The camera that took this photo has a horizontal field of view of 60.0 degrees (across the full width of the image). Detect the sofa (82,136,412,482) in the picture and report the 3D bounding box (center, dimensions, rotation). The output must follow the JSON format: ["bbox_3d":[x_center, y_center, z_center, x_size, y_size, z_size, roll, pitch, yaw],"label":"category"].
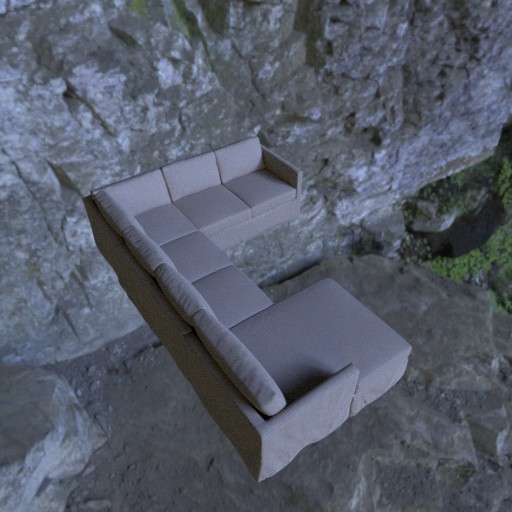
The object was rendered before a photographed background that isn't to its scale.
[{"bbox_3d":[0.000,0.000,4.655,2.476,0.878,3.528,-25,47,-26],"label":"sofa"}]
